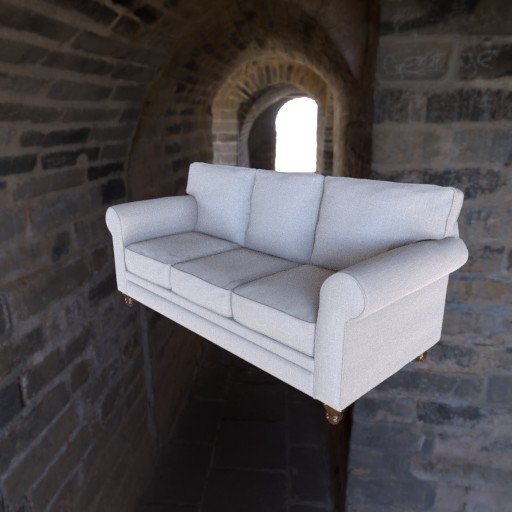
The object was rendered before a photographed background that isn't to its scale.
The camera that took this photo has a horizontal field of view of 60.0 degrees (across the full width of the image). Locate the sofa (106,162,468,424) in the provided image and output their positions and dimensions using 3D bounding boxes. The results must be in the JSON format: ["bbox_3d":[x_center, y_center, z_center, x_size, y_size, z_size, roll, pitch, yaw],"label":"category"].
[{"bbox_3d":[0.000,0.000,2.616,0.916,0.961,2.084,-15,22,-41],"label":"sofa"}]
